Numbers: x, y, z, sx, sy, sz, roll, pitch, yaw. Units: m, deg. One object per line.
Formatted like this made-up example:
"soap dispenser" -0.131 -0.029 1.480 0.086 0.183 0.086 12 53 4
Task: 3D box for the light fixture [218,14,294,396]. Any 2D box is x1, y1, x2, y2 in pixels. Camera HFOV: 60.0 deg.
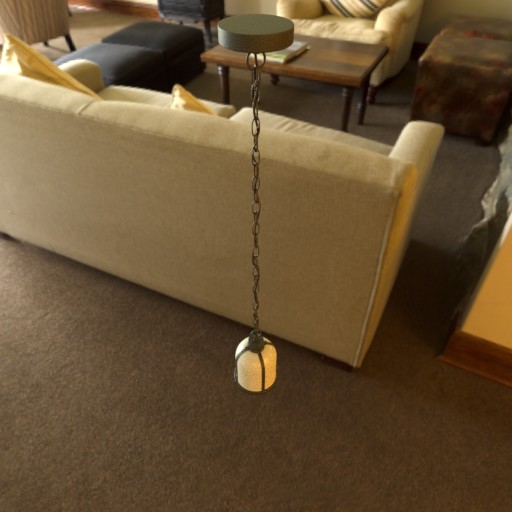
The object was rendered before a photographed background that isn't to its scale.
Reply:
"light fixture" 0.000 0.000 1.233 0.178 1.181 0.178 -14 44 -15
